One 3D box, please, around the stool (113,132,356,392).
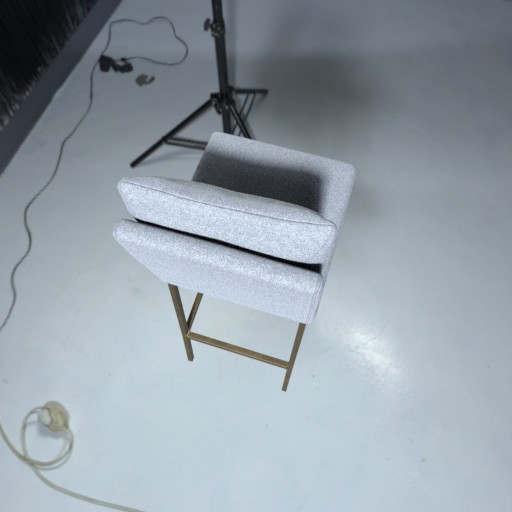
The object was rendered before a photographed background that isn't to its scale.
[{"bbox_3d":[0.000,0.000,1.406,0.463,1.130,0.569,16,64,8],"label":"stool"}]
